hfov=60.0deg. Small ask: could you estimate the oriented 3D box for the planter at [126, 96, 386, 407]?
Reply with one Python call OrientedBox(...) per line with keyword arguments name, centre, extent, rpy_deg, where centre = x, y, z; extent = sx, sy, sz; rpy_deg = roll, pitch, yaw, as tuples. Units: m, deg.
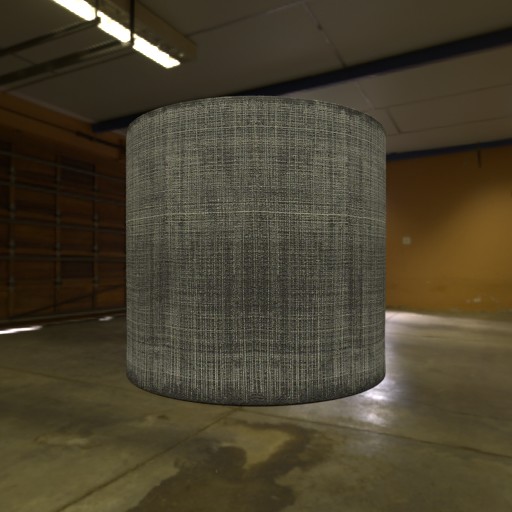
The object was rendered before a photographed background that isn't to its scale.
OrientedBox(name="planter", centre=(0.000, 0.000, 0.391), extent=(0.221, 0.201, 0.221), rpy_deg=(0, -1, 0))
